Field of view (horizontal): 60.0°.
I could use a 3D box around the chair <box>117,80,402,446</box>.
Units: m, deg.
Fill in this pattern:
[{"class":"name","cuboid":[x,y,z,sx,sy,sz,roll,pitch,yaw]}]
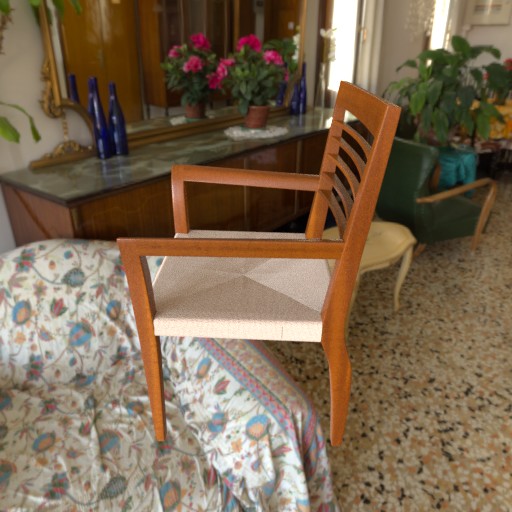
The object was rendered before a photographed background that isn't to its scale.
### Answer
[{"class":"chair","cuboid":[0.000,0.000,1.209,0.540,0.855,0.587,1,26,1]}]
